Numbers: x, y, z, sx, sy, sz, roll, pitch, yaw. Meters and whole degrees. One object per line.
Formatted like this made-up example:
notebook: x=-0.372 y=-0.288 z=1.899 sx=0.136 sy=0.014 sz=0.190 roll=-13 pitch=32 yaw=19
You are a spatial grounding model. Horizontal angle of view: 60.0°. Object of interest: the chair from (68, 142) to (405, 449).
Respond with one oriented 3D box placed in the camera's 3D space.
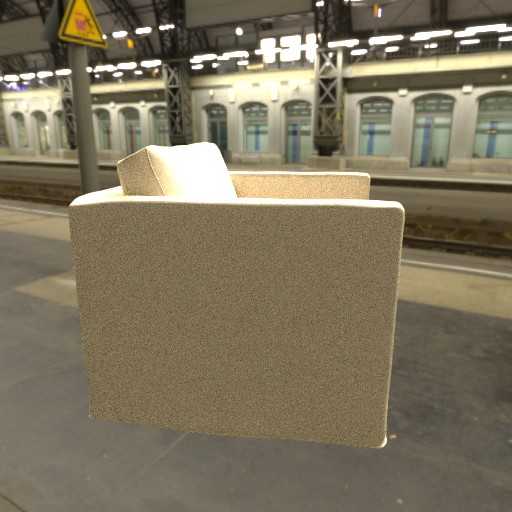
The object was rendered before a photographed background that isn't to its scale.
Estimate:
chair: x=0.000 y=0.000 z=1.724 sx=0.947 sy=0.851 sz=1.057 roll=2 pitch=15 yaw=8
